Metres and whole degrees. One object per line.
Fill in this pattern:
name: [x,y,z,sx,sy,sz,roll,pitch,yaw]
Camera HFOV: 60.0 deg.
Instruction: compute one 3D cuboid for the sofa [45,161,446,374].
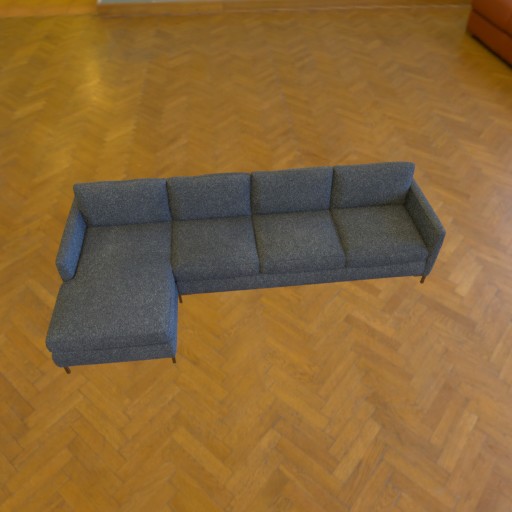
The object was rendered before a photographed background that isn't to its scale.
sofa: [0.000,0.000,3.439,2.932,0.810,1.350,-5,45,-5]
